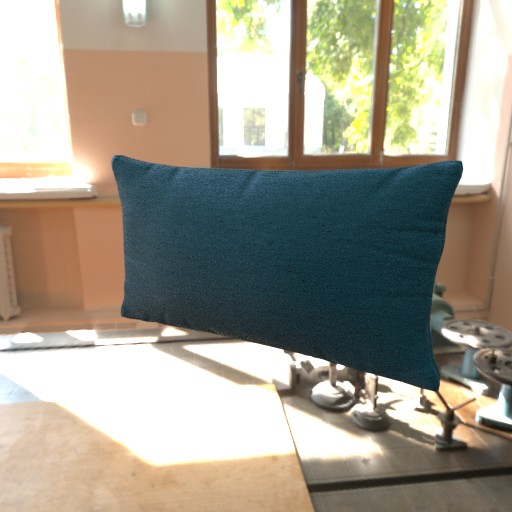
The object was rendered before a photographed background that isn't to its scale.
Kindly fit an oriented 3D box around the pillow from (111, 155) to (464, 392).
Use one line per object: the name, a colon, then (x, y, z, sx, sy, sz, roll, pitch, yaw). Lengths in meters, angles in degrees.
pillow: (0.000, 0.000, 0.774, 0.633, 0.338, 0.210, 7, 16, 27)
